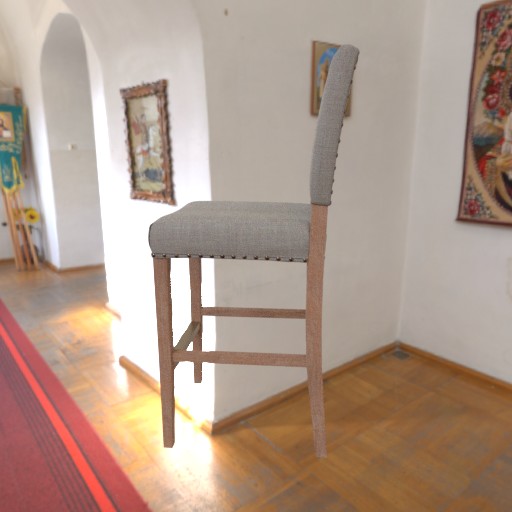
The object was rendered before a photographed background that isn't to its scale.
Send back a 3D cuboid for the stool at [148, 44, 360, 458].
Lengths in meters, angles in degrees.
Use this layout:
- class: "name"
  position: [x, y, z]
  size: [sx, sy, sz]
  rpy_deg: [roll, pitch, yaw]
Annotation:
- class: "stool"
  position: [0.000, 0.000, 1.477]
  size: [0.585, 1.203, 0.445]
  rpy_deg: [2, 14, 6]
